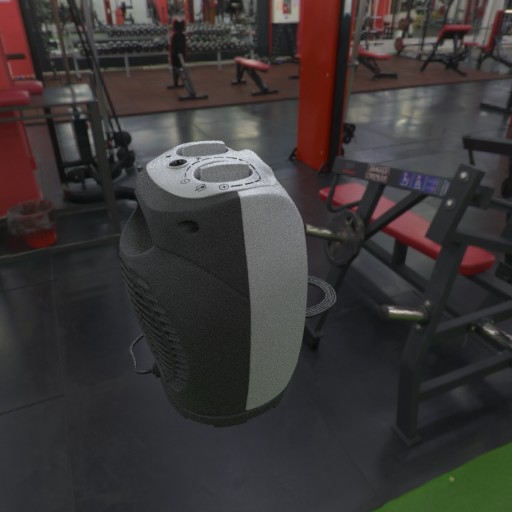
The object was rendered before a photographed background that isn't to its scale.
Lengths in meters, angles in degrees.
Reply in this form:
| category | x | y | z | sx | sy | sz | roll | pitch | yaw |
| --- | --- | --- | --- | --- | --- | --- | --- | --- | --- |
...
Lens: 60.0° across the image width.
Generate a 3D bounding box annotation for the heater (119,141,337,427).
| category | x | y | z | sx | sy | sz | roll | pitch | yaw |
| --- | --- | --- | --- | --- | --- | --- | --- | --- | --- |
| heater | 0.000 | 0.000 | 0.478 | 0.291 | 0.255 | 0.239 | -11 | 32 | -18 |
